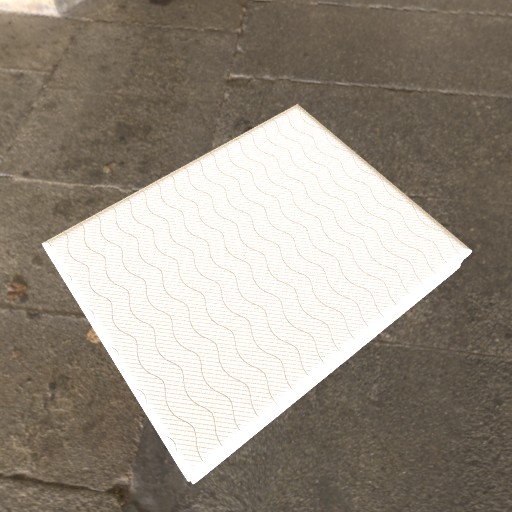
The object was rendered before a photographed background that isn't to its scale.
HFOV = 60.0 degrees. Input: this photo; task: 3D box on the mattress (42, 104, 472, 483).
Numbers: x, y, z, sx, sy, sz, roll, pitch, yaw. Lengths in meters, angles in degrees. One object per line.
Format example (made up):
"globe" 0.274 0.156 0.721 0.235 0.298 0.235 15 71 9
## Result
"mattress" 0.000 0.000 2.719 2.000 0.230 1.600 -33 65 -18
